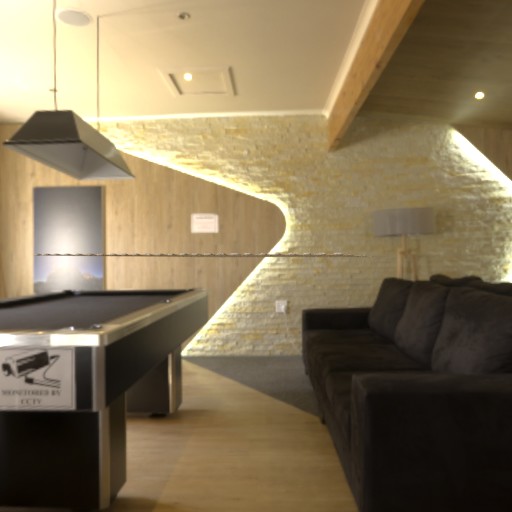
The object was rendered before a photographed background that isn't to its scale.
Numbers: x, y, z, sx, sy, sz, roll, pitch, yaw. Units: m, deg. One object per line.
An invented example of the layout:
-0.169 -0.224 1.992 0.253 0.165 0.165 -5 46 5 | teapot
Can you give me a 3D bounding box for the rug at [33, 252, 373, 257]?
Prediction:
0.000 0.000 2.569 1.222 0.009 2.084 0 0 17 | rug
